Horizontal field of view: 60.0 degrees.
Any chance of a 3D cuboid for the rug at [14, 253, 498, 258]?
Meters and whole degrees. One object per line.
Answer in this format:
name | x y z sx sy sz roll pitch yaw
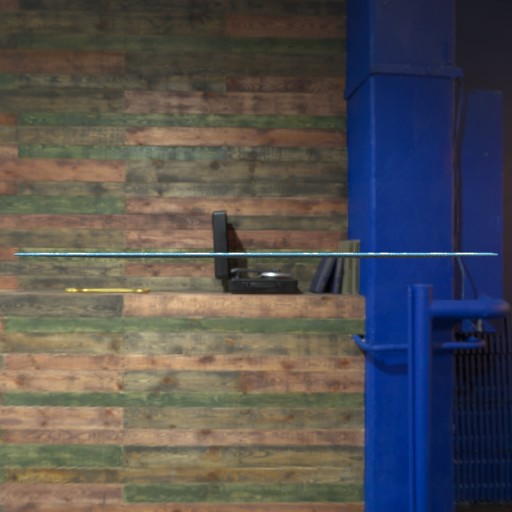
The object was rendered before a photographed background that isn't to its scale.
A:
rug | 0.000 0.000 1.415 1.219 0.007 0.604 0 -1 0
